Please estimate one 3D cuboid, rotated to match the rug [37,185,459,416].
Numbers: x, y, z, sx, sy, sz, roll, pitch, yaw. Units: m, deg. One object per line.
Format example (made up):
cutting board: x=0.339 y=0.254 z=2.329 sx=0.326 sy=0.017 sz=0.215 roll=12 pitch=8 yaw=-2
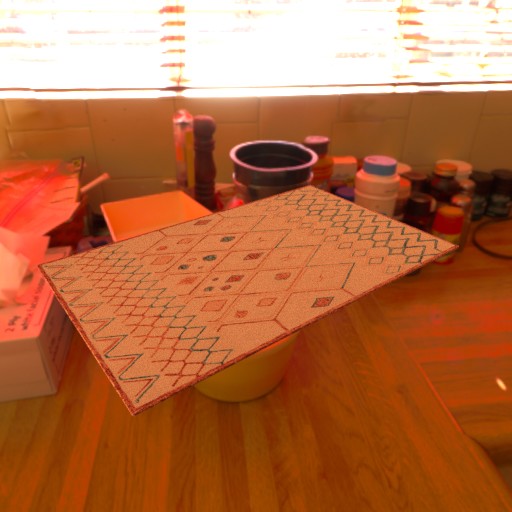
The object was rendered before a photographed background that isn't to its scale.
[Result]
rug: x=0.000 y=0.000 z=3.005 sx=2.438 sy=0.015 sz=1.524 roll=-21 pitch=36 yaw=-32
